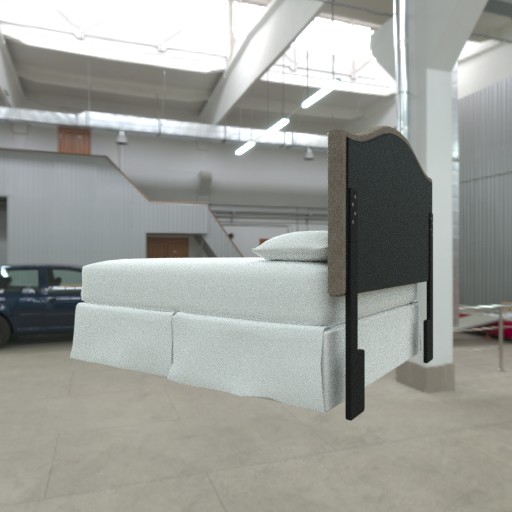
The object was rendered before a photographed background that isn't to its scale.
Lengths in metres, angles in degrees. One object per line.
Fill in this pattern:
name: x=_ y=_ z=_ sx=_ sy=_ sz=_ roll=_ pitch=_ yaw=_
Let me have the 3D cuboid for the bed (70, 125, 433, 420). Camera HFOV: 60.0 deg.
bed: x=0.000 y=0.000 z=3.281 sx=2.153 sy=1.518 sz=1.713 roll=0 pitch=0 yaw=35
